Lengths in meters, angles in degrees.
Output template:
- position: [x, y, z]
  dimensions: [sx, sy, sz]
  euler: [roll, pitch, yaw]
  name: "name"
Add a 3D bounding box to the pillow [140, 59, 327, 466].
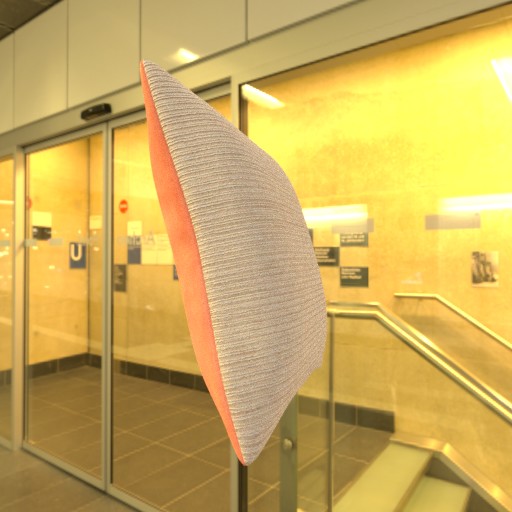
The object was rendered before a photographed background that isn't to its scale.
- position: [0.000, 0.000, 0.634]
  dimensions: [0.177, 0.401, 0.424]
  euler: [0, -1, 17]
  name: "pillow"
